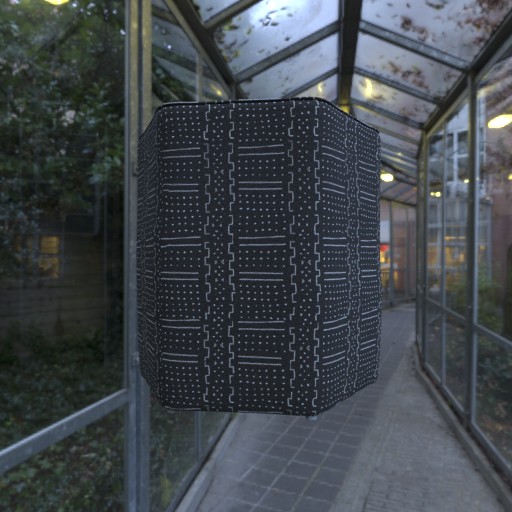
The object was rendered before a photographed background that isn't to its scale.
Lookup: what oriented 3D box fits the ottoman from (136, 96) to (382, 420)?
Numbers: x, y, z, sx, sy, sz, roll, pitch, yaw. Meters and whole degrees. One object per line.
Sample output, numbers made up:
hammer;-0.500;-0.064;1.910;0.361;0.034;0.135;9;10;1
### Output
ottoman;0.000;0.000;0.892;0.443;0.502;0.494;0;0;37
